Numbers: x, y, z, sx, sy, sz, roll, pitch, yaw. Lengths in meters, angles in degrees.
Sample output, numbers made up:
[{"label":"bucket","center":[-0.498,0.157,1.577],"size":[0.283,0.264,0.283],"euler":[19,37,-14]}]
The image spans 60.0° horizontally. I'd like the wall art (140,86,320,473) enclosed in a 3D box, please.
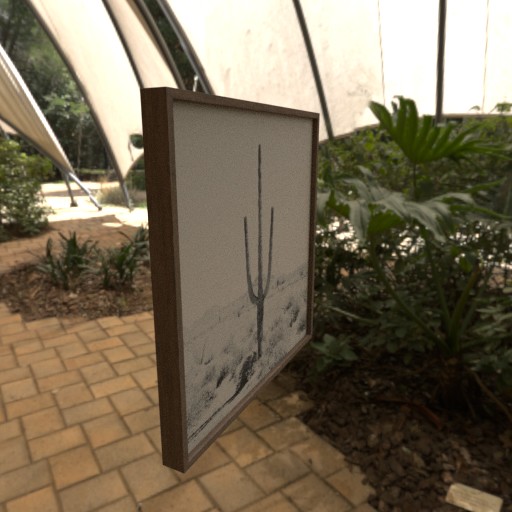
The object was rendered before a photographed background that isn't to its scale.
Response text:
[{"label":"wall art","center":[0.000,0.000,0.783],"size":[0.038,0.508,0.508],"euler":[7,16,27]}]
